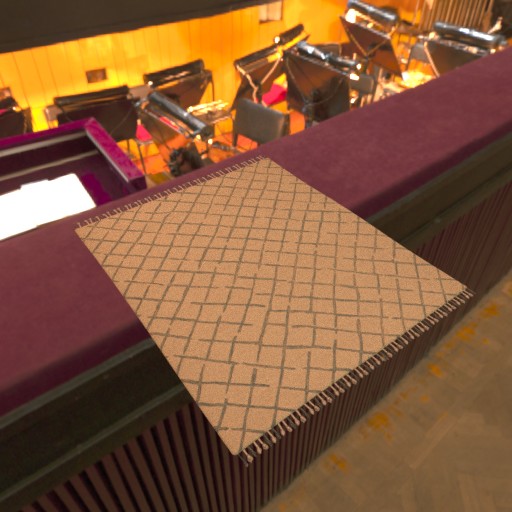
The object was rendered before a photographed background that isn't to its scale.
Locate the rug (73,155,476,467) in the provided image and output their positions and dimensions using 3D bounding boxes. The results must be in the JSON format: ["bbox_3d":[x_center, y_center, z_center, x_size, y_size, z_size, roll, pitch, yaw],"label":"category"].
[{"bbox_3d":[0.000,0.000,4.885,2.892,0.036,3.585,-26,48,-27],"label":"rug"}]
